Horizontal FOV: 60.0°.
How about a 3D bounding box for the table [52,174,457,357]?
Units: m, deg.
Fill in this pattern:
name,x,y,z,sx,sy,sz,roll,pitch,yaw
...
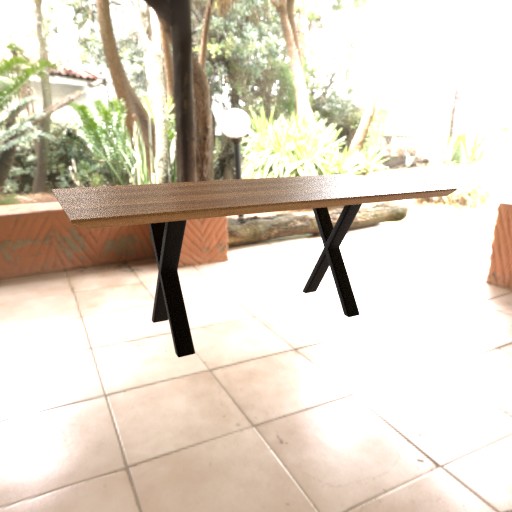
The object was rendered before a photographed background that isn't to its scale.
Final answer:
name,x,y,z,sx,sy,sz,roll,pitch,yaw
table,0.000,0.000,2.546,2.000,0.770,1.000,-8,17,-26
